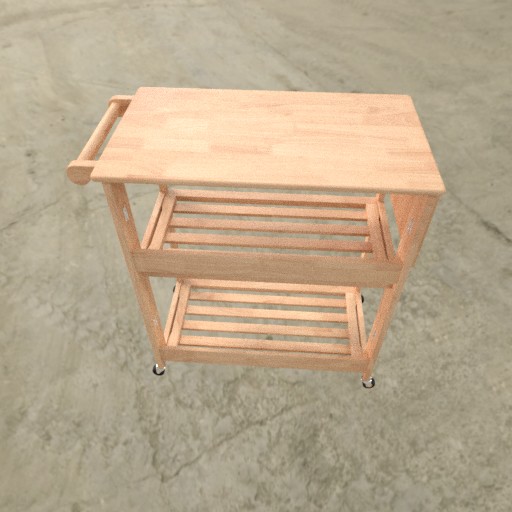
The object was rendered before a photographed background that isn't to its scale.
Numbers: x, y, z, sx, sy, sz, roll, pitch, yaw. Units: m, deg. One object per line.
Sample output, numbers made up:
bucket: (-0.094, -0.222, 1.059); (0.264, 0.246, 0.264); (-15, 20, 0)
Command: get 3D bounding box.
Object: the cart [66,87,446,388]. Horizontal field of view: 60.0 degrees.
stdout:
cart: (0.000, 0.000, 1.394); (0.853, 0.879, 0.432); (3, 46, 3)
